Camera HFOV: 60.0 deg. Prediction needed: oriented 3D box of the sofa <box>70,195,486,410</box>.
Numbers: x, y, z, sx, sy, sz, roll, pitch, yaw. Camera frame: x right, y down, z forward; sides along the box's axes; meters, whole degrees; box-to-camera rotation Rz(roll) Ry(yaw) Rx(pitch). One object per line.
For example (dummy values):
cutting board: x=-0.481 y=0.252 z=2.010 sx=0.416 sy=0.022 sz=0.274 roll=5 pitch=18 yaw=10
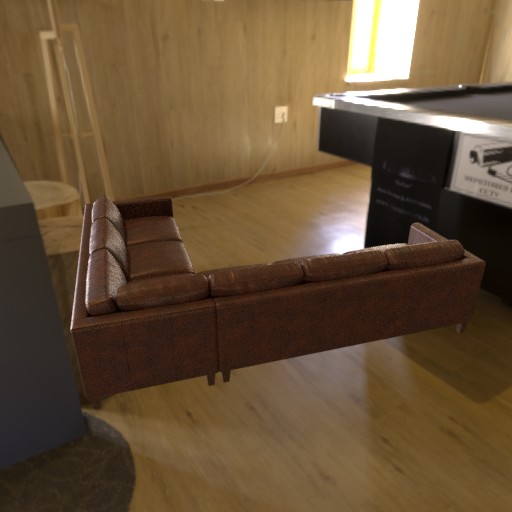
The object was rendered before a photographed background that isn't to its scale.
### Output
sofa: x=0.000 y=0.000 z=4.306 sx=3.152 sy=0.836 sz=2.438 roll=-8 pitch=27 yaw=-15
